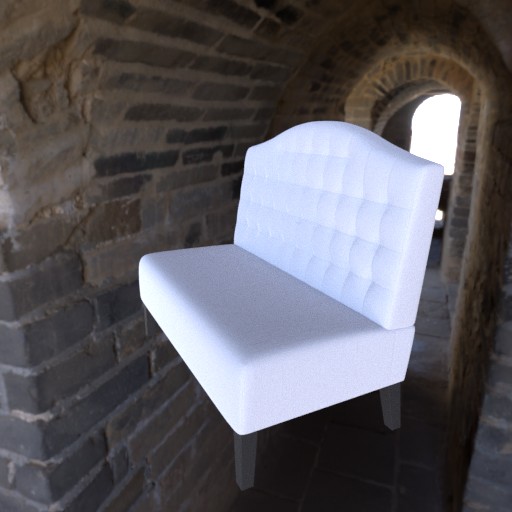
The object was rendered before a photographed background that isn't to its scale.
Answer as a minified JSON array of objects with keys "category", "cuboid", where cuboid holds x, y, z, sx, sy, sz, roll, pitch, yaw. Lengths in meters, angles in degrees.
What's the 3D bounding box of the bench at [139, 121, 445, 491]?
[{"category":"bench","cuboid":[0.000,0.000,2.023,0.815,1.180,1.335,-8,19,-26]}]
